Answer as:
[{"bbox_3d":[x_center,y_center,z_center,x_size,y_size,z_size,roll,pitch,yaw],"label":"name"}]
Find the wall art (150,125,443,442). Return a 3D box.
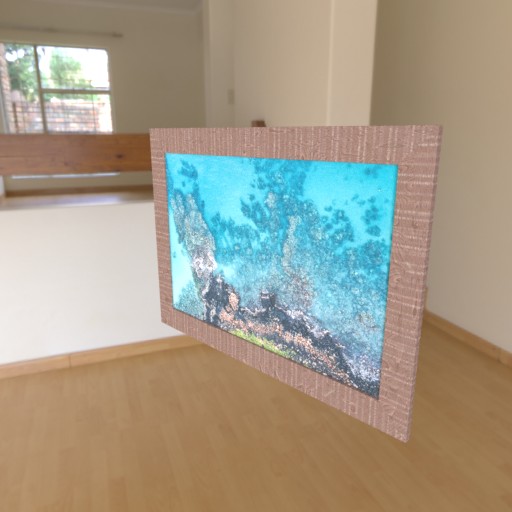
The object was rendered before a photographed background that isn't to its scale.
[{"bbox_3d":[0.000,0.000,1.362,1.056,0.761,0.020,14,21,42],"label":"wall art"}]
